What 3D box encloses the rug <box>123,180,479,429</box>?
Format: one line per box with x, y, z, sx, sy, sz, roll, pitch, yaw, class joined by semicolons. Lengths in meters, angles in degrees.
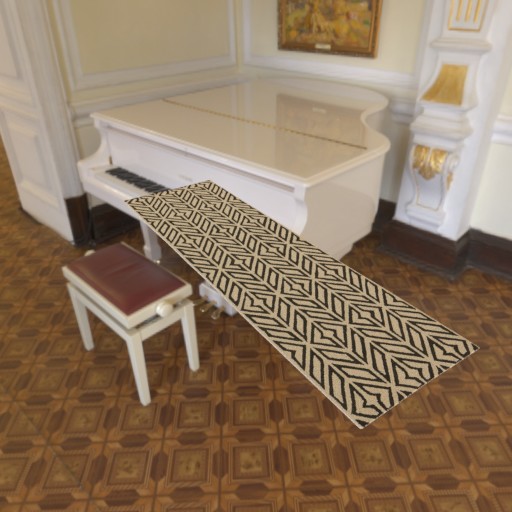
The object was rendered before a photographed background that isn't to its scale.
0.000;0.000;2.652;0.750;0.009;2.435;-20;36;-29;rug
